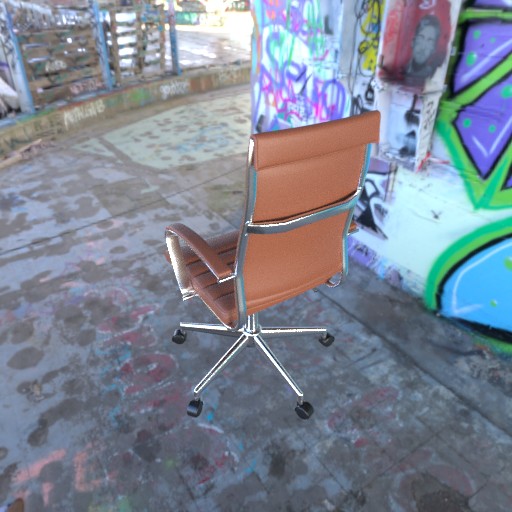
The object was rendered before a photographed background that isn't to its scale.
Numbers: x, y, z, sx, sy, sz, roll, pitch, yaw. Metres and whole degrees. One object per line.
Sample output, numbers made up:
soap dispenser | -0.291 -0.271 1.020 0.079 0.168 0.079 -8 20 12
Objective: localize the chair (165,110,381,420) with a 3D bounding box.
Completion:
chair | 0.000 0.000 1.688 0.766 1.149 0.739 -20 37 -28
